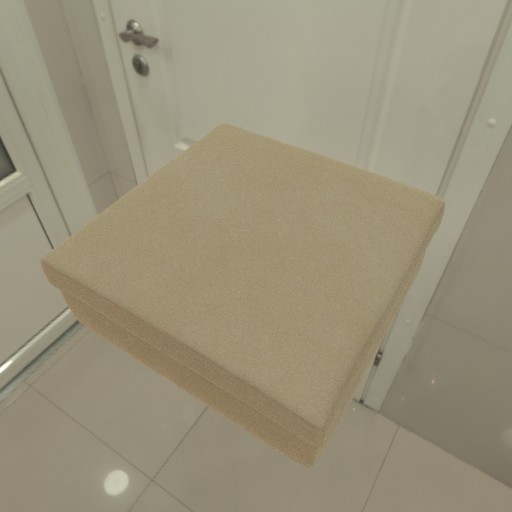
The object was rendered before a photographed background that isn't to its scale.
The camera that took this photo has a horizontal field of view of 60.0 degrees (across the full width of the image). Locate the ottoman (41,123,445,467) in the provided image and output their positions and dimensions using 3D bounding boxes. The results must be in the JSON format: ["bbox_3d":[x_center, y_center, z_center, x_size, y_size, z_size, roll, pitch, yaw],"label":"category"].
[{"bbox_3d":[0.000,0.000,1.877,1.205,0.522,1.190,25,52,22],"label":"ottoman"}]
